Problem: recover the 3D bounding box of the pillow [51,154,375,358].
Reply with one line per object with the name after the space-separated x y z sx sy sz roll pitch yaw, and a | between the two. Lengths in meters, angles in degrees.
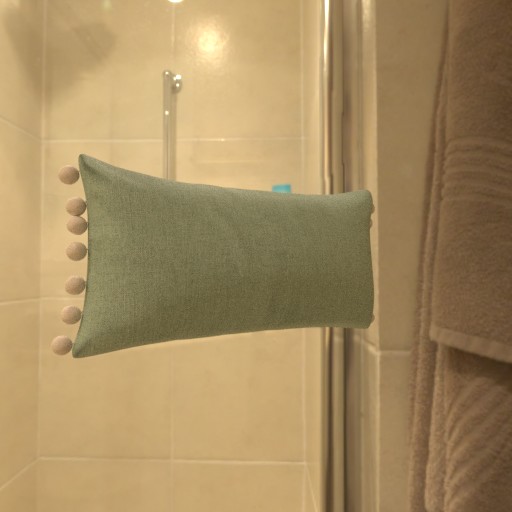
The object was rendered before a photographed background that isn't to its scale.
0.000 0.000 0.841 0.709 0.322 0.201 1 -2 -35 | pillow
